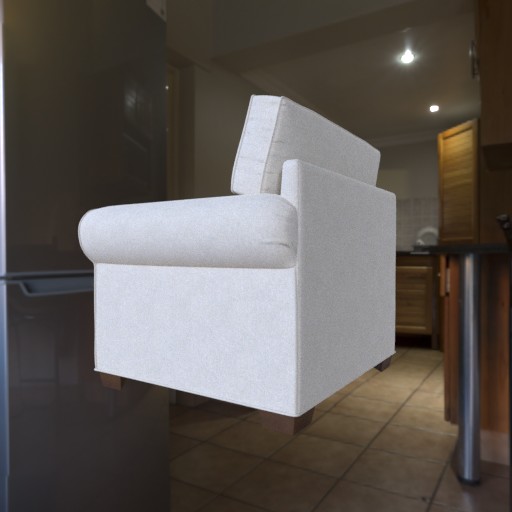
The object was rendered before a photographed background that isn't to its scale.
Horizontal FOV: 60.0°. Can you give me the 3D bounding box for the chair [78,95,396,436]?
[{"bbox_3d":[0.000,0.000,1.765,0.863,0.955,1.040,1,1,34],"label":"chair"}]
